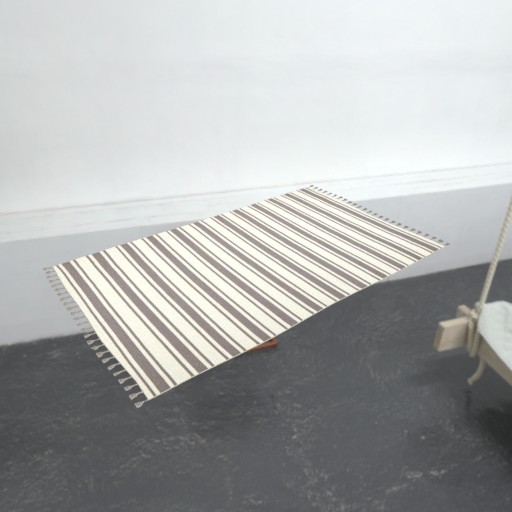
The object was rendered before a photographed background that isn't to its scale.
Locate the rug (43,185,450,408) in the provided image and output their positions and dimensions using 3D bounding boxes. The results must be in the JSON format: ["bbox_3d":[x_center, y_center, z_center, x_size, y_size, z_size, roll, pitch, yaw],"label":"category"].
[{"bbox_3d":[0.000,0.000,2.601,2.096,0.011,1.229,-21,37,-31],"label":"rug"}]
